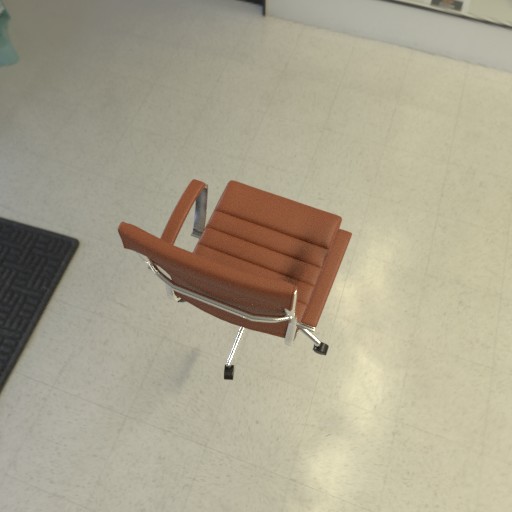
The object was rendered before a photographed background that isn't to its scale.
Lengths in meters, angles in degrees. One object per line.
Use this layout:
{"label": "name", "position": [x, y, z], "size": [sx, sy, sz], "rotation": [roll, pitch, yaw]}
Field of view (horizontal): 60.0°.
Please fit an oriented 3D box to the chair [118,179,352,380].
{"label": "chair", "position": [0.000, 0.000, 1.629], "size": [0.766, 1.149, 0.739], "rotation": [20, 65, 10]}
